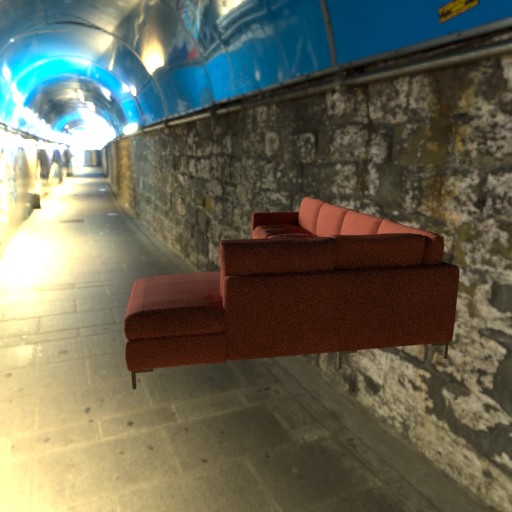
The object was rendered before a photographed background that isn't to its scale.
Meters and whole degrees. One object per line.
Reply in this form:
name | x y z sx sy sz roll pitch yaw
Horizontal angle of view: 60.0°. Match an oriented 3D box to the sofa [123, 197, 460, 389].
sofa | 0.000 0.000 3.667 1.879 0.757 2.736 -2 13 -10
